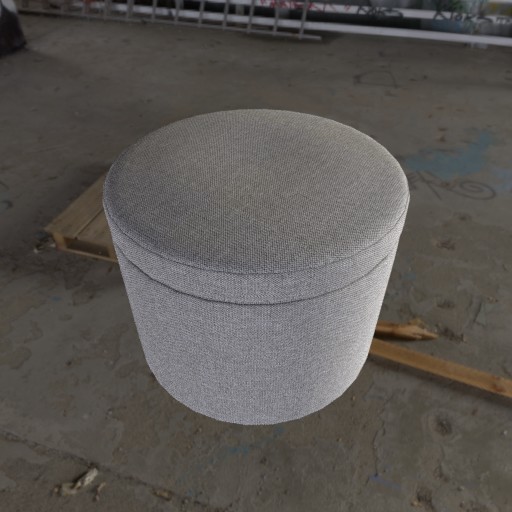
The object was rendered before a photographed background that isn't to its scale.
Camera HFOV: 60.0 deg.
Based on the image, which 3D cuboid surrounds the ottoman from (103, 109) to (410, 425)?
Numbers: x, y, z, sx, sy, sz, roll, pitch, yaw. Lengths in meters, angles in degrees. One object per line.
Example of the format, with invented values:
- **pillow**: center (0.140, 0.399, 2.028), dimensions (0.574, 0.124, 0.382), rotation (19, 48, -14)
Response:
- **ottoman**: center (0.000, 0.000, 0.862), dimensions (0.500, 0.419, 0.500), rotation (0, 41, 0)
